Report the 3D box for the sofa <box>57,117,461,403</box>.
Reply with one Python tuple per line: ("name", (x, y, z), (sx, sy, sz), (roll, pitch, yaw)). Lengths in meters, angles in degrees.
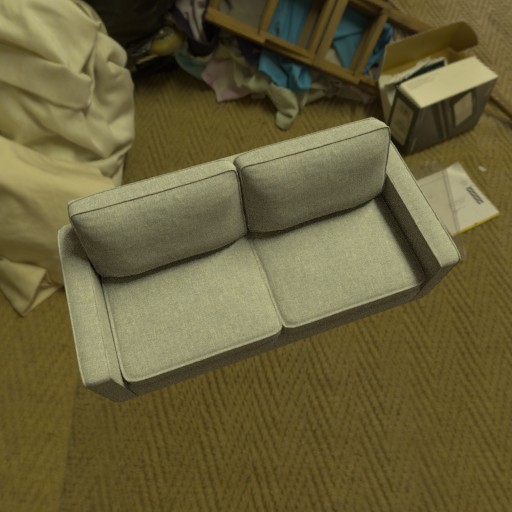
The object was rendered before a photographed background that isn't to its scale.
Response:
("sofa", (0.000, 0.000, 2.563), (2.078, 0.918, 0.945), (-17, 65, -8))
